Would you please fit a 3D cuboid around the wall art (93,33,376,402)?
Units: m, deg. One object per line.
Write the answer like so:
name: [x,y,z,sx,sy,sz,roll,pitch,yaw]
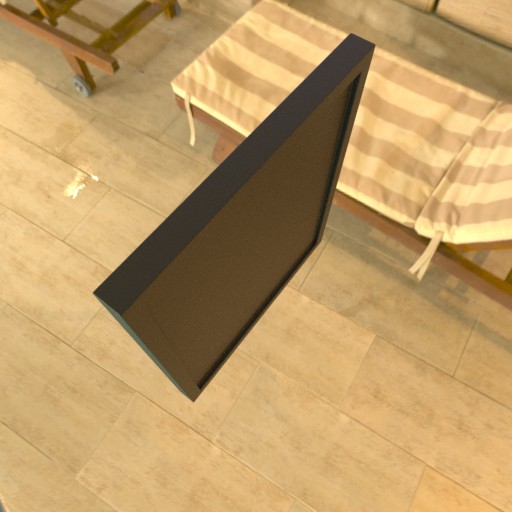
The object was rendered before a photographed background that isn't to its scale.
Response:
wall art: [0.000,0.000,0.522,0.028,0.381,0.328,34,68,16]
